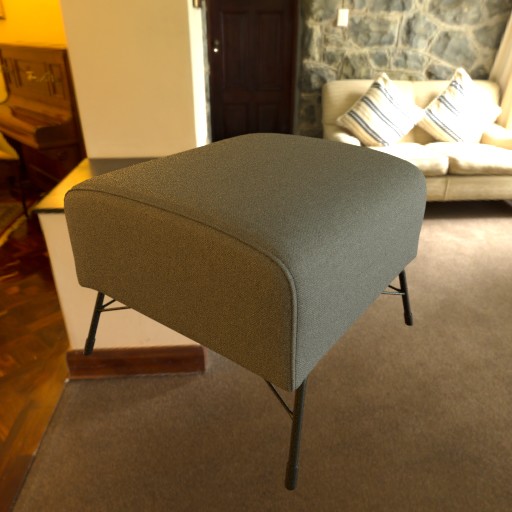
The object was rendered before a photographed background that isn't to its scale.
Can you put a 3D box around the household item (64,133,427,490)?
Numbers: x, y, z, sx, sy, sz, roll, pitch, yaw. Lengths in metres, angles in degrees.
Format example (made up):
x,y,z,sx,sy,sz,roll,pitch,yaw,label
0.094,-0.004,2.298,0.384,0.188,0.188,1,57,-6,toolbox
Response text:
x,y,z,sx,sy,sz,roll,pitch,yaw,label
0.000,0.000,0.894,0.530,0.410,0.530,19,33,32,household item
